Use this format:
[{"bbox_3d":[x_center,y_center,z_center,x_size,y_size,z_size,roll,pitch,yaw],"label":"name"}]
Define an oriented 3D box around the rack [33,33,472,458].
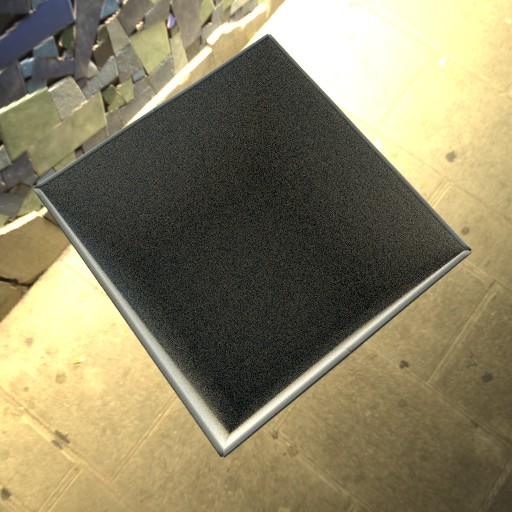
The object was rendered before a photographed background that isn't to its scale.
[{"bbox_3d":[0.000,0.000,0.498,0.270,0.280,0.270,-37,79,-9],"label":"rack"}]
